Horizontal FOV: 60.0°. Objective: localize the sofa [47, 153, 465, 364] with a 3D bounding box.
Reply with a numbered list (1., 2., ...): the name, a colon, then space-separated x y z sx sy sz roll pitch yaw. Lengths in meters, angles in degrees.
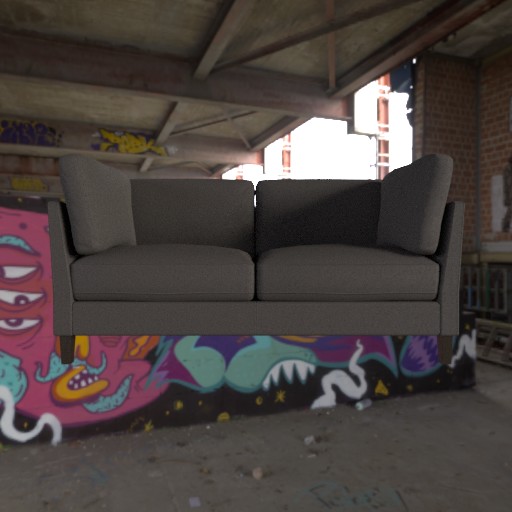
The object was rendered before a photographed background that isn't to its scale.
1. sofa: 0.000 0.000 2.289 1.751 0.920 0.969 0 0 0
